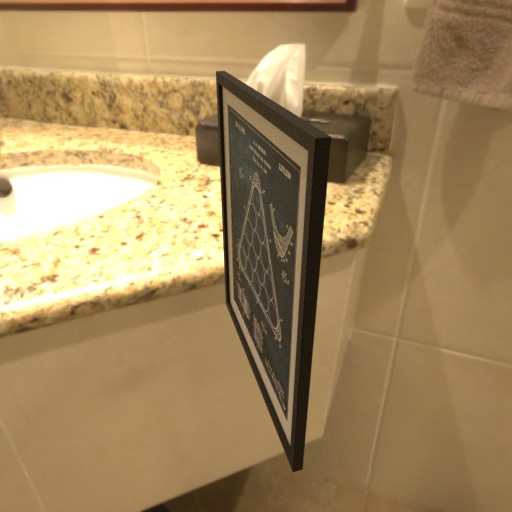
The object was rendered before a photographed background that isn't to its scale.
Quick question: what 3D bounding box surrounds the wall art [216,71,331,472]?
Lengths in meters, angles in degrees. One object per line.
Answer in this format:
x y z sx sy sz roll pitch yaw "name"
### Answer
0.000 0.000 1.238 0.028 0.863 0.755 -9 32 -14 "wall art"
